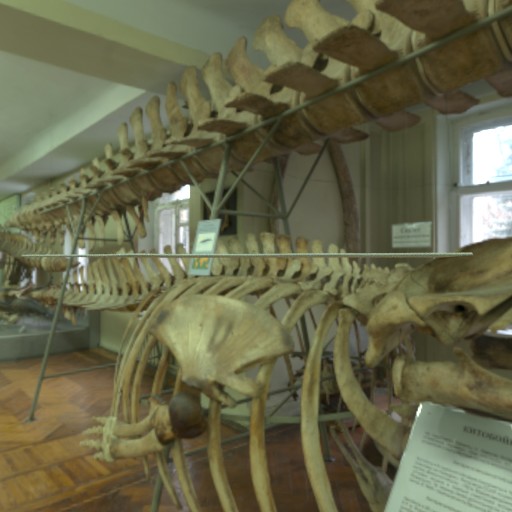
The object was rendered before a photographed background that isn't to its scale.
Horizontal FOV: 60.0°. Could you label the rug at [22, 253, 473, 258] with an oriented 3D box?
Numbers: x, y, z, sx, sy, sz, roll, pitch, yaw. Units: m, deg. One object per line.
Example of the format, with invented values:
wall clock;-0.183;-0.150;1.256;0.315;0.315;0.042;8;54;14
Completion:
rug;0.000;0.000;2.998;2.460;0.016;1.545;0;-1;18
